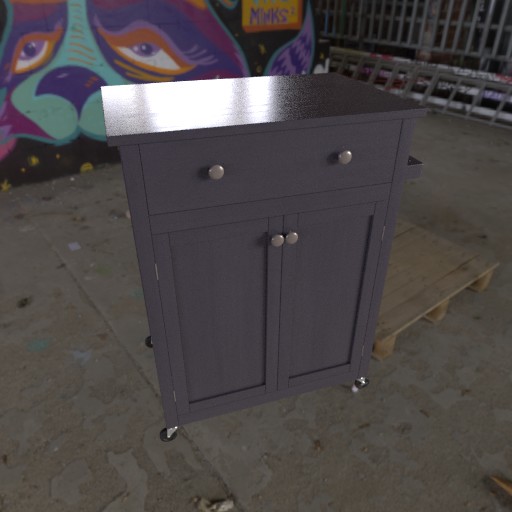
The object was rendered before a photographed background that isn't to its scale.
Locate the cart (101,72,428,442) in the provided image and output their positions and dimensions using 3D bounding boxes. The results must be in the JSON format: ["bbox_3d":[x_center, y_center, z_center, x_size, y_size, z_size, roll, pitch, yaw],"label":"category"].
[{"bbox_3d":[0.000,0.000,1.267,0.690,0.878,0.449,-10,33,-15],"label":"cart"}]
